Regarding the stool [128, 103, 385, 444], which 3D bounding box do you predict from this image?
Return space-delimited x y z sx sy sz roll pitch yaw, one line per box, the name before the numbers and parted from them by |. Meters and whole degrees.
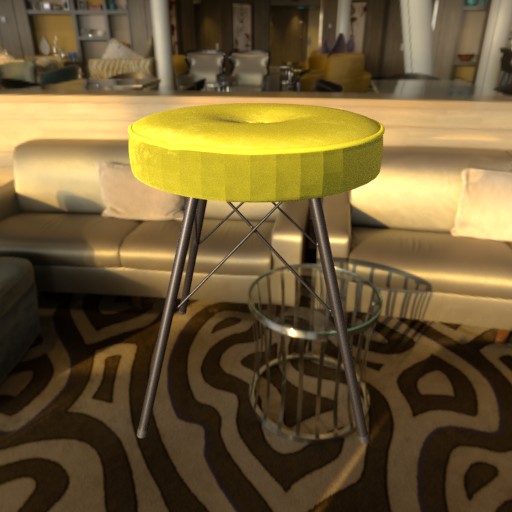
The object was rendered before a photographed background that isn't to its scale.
stool | 0.000 0.000 0.825 0.409 0.508 0.409 1 26 2
